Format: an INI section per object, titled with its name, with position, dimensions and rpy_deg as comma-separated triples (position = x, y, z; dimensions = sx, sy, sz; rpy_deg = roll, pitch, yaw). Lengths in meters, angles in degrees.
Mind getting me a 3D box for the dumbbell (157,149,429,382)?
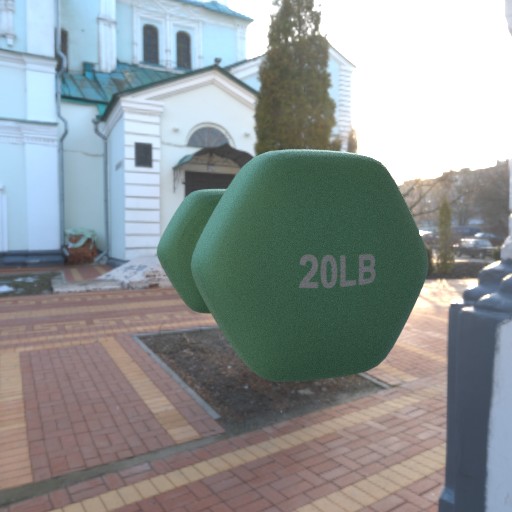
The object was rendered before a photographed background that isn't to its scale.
[dumbbell]
position = 0.000, 0.000, 0.330
dimensions = 0.129, 0.117, 0.260
rpy_deg = -1, 3, -17
